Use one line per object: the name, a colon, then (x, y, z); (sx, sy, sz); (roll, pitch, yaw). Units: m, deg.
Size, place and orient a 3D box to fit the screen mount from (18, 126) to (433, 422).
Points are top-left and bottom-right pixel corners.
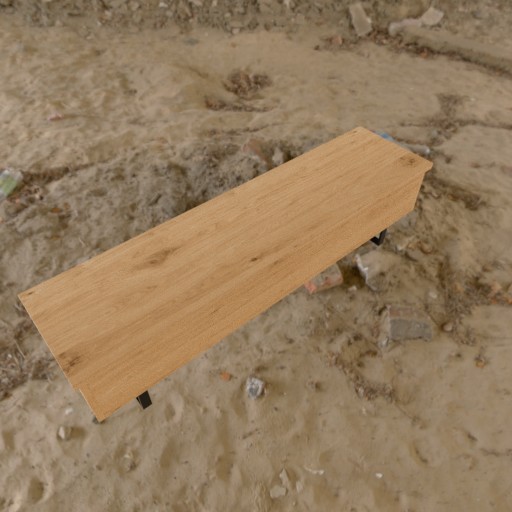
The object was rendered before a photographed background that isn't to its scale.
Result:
screen mount: (0.000, 0.000, 1.880); (1.700, 0.430, 0.450); (-31, 53, -27)
